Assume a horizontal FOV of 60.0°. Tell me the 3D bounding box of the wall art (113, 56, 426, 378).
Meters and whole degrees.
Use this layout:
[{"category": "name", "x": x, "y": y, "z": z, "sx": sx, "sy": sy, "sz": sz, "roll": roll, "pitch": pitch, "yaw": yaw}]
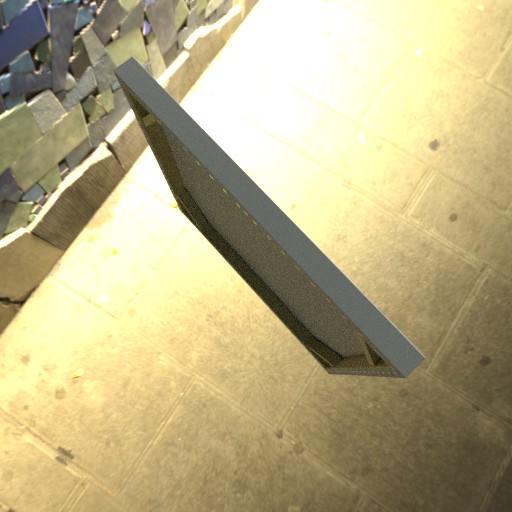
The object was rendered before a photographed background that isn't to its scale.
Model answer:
[{"category": "wall art", "x": 0.000, "y": 0.000, "z": 0.918, "sx": 0.038, "sy": 0.610, "sz": 0.610, "roll": -41, "pitch": 79, "yaw": -10}]
